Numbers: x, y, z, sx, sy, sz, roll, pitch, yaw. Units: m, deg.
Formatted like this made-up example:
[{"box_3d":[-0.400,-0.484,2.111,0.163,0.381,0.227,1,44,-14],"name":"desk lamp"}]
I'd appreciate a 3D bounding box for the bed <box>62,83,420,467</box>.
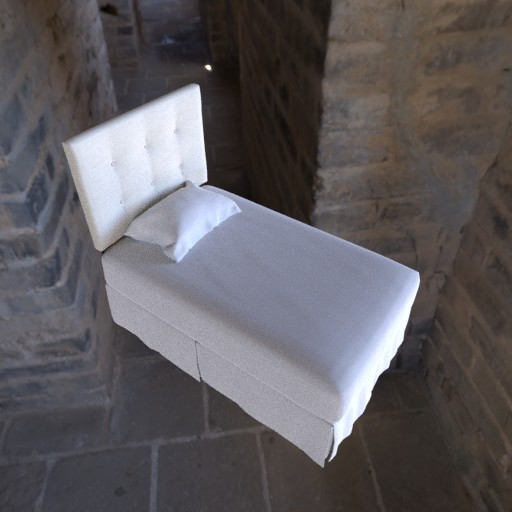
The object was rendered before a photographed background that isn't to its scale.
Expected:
[{"box_3d":[0.000,0.000,2.984,1.997,1.571,1.261,26,48,26],"name":"bed"}]
